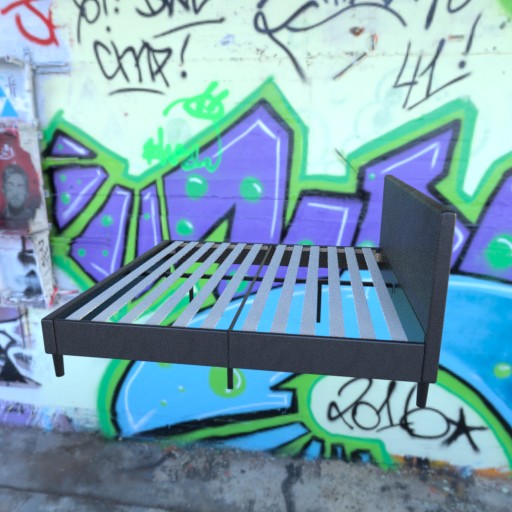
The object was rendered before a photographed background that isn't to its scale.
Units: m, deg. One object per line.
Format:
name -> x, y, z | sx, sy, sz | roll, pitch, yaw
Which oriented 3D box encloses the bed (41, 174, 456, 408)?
bed -> 0.000, 0.000, 3.262 | 2.152, 1.046, 2.018 | 2, 15, 8
